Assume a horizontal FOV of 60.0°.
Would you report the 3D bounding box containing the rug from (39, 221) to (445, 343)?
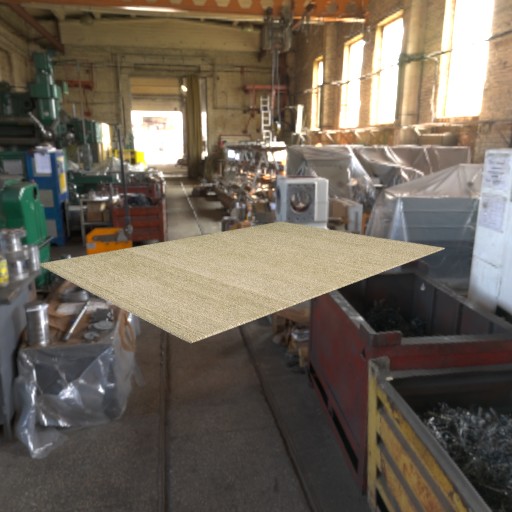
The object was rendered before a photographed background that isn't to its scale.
[{"bbox_3d":[0.000,0.000,5.209,3.935,0.025,2.782,-13,19,-43],"label":"rug"}]
